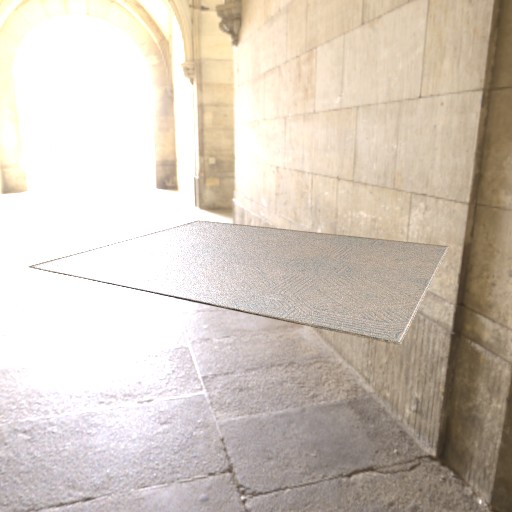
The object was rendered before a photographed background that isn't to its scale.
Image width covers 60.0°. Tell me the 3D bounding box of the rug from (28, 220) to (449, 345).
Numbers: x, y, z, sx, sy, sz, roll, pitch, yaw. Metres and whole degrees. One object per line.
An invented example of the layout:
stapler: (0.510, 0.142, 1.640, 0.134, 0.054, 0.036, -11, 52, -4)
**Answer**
rug: (0.000, 0.000, 4.072, 3.049, 0.015, 2.457, 8, 17, 27)
